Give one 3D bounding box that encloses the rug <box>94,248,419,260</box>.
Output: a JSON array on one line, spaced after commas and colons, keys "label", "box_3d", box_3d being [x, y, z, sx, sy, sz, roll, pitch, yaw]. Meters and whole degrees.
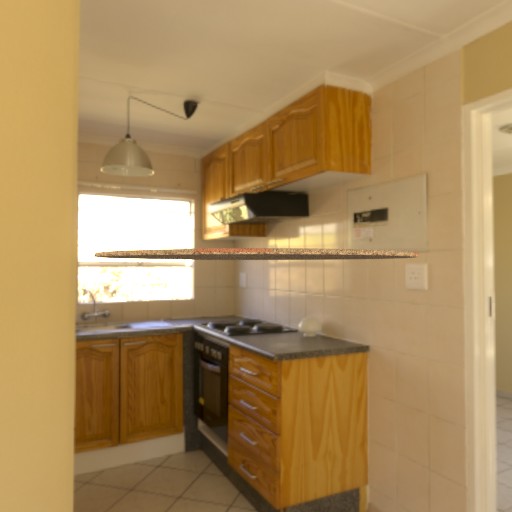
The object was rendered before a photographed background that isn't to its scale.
[{"label": "rug", "box_3d": [0.000, 0.000, 3.570, 2.461, 0.033, 2.461, 0, -1, 0]}]
